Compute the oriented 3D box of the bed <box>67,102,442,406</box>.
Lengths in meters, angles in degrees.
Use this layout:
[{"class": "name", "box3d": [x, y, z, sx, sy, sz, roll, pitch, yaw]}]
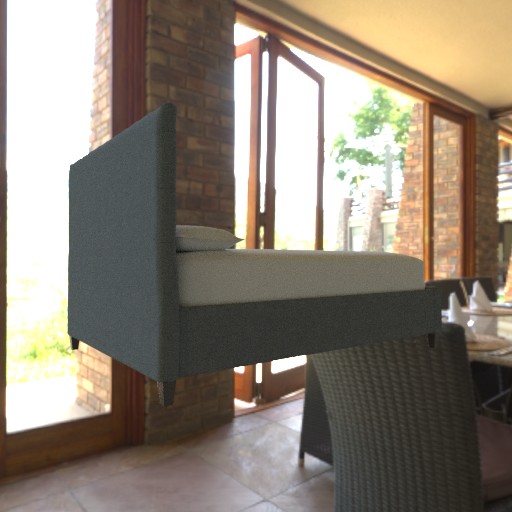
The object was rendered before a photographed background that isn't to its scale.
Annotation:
[{"class": "bed", "box3d": [0.000, 0.000, 3.389, 2.335, 1.411, 1.698, 0, 0, -37]}]
